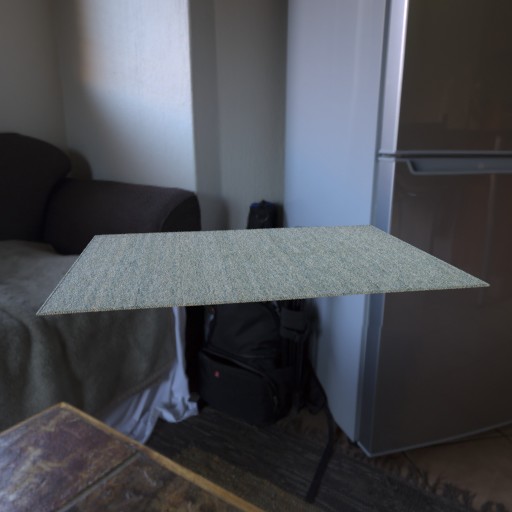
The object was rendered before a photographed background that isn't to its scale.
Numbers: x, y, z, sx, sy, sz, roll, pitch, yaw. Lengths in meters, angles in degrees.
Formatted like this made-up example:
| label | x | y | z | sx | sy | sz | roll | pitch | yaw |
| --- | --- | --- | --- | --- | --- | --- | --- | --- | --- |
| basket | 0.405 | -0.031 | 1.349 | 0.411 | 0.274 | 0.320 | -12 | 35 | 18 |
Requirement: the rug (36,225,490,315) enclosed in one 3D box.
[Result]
| label | x | y | z | sx | sy | sz | roll | pitch | yaw |
| --- | --- | --- | --- | --- | --- | --- | --- | --- | --- |
| rug | 0.000 | 0.000 | 2.918 | 2.283 | 0.013 | 1.547 | -3 | 16 | -9 |
